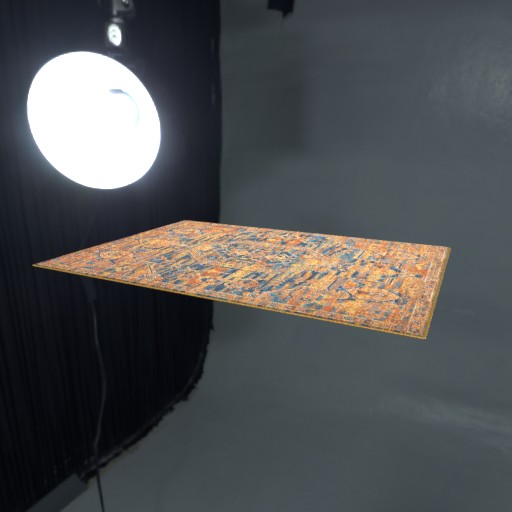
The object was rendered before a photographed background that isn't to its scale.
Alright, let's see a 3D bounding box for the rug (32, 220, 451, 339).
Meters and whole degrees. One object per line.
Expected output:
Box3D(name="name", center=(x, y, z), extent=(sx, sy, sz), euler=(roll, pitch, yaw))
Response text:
Box3D(name="rug", center=(0.000, 0.000, 3.739), extent=(2.916, 0.019, 2.043), euler=(8, 17, 25))
